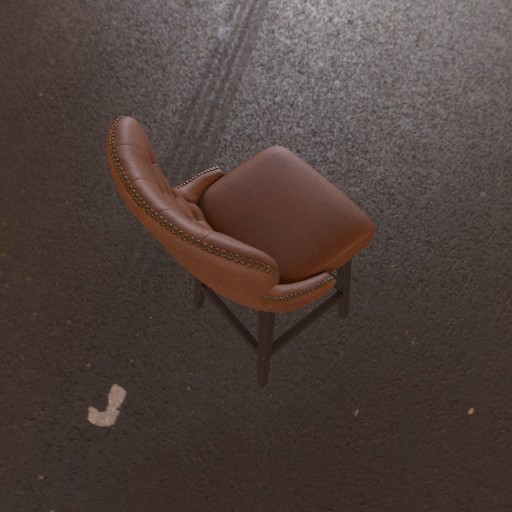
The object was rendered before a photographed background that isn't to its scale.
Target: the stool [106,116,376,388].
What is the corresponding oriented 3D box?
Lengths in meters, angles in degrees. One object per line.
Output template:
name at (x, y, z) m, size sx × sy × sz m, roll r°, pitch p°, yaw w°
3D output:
stool at (0.000, 0.000, 1.321) m, size 0.593 × 0.971 × 0.528 m, roll -35°, pitch 64°, yaw -20°
